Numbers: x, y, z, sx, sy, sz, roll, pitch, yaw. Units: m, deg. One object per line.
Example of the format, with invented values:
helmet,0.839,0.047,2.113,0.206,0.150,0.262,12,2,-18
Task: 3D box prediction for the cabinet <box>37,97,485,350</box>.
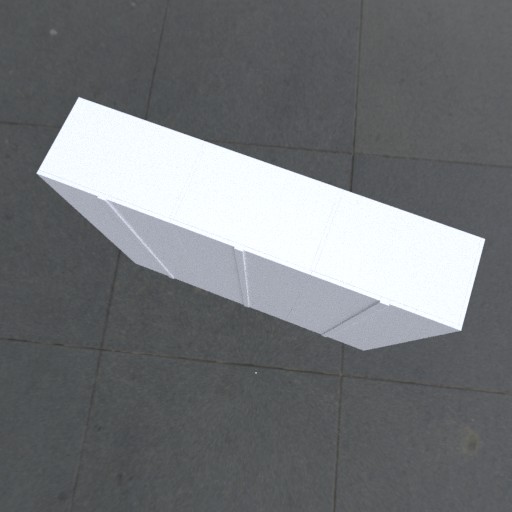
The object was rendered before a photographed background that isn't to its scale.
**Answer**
cabinet,0.000,0.000,3.841,2.700,2.370,0.590,20,76,5
